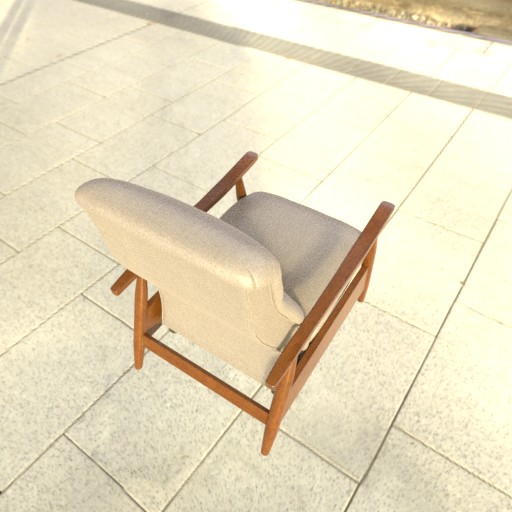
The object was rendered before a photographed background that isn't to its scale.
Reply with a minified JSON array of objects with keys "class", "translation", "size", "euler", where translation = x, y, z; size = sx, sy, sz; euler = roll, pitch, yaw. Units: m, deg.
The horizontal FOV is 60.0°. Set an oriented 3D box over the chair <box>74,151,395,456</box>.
[{"class":"chair","translation":[0.000,0.000,1.810],"size":[0.762,1.082,1.032],"euler":[25,51,22]}]
